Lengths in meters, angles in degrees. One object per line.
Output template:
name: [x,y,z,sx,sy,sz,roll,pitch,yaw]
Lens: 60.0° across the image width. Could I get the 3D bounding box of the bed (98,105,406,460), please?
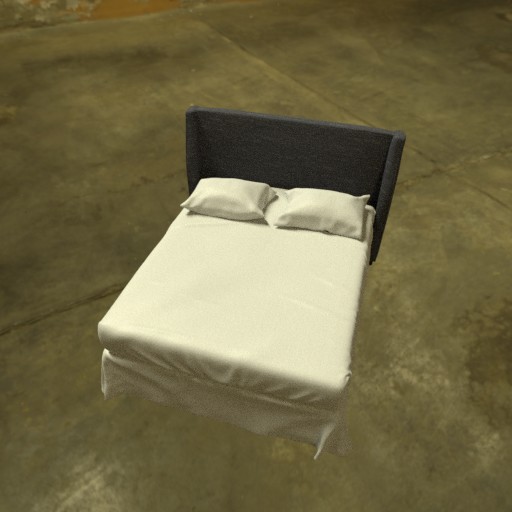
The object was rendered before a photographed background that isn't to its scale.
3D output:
bed: [0.000,0.000,3.451,1.925,1.332,2.276,11,42,12]
